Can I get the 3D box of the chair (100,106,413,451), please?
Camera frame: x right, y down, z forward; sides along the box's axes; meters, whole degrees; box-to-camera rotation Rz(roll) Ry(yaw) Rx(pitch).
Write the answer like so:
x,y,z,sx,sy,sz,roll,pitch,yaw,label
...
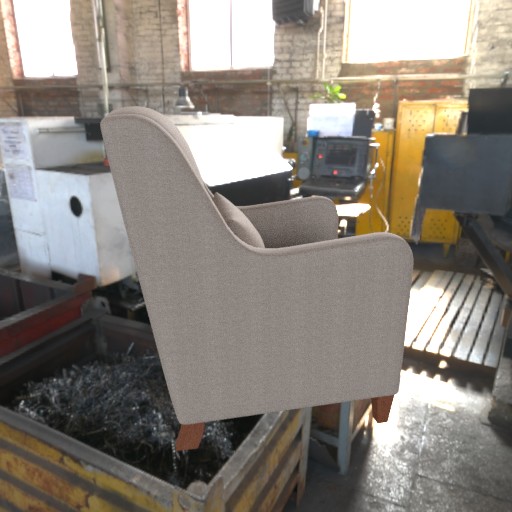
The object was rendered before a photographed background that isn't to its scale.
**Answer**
x,y,z,sx,sy,sz,roll,pitch,yaw,label
0.000,0.000,1.591,0.890,1.017,0.715,-3,18,-10,chair
